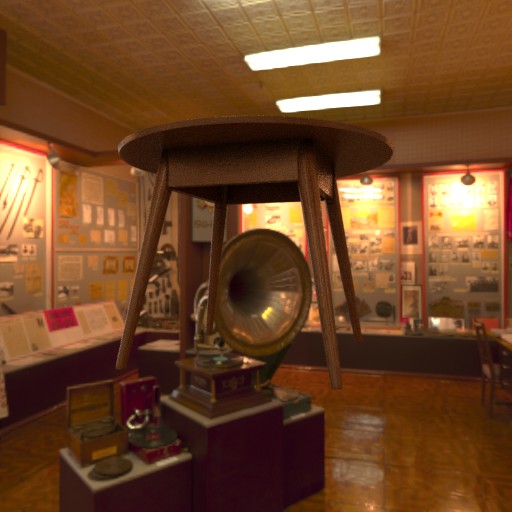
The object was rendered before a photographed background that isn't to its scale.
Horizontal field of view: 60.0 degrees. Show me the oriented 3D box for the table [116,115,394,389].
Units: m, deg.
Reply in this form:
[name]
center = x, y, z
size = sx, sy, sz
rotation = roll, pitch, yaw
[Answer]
[table]
center = 0.000, 0.000, 1.769
size = 1.053, 0.786, 1.053
rotation = 0, 0, 0
